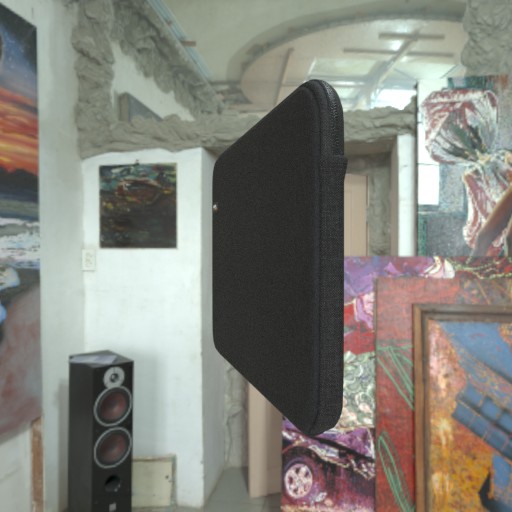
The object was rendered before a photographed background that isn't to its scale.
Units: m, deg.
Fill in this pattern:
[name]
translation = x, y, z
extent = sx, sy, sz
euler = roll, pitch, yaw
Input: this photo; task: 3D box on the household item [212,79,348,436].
[household item]
translation = 0.000, 0.000, 0.530
extent = 0.030, 0.305, 0.396
euler = 0, 1, -18
